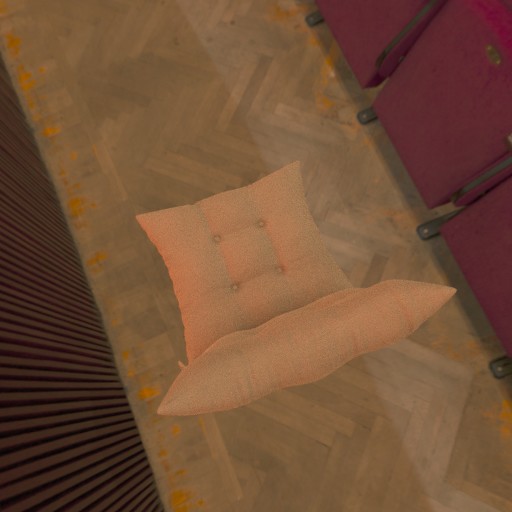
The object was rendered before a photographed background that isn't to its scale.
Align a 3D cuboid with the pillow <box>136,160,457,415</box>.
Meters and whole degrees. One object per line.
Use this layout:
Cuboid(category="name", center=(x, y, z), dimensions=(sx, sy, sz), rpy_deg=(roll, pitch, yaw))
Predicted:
Cuboid(category="pillow", center=(0.000, 0.000, 0.997), dimensions=(0.541, 0.536, 0.585), rpy_deg=(-20, 74, -6))
